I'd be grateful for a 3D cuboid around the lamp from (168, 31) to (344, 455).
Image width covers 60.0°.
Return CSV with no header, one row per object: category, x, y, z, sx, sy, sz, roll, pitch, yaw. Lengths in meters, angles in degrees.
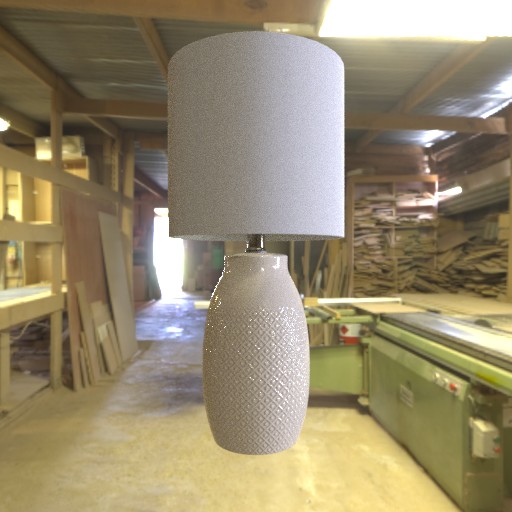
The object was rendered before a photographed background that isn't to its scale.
lamp,0.000,0.000,0.554,0.217,0.453,0.217,0,0,0
